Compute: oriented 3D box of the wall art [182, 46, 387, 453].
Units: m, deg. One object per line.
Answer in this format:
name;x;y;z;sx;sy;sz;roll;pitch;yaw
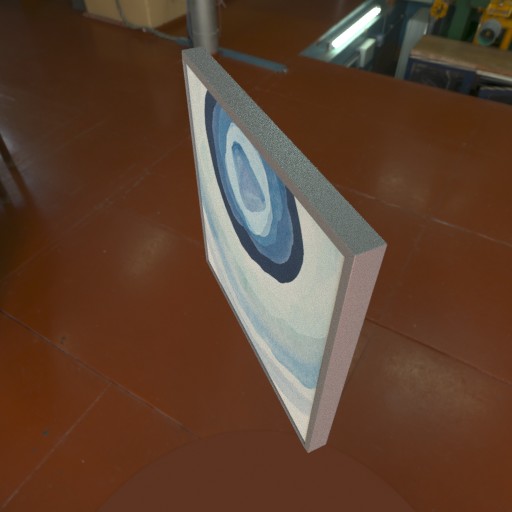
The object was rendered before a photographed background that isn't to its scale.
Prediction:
wall art;0.000;0.000;0.520;0.028;0.349;0.349;-19;50;-17
